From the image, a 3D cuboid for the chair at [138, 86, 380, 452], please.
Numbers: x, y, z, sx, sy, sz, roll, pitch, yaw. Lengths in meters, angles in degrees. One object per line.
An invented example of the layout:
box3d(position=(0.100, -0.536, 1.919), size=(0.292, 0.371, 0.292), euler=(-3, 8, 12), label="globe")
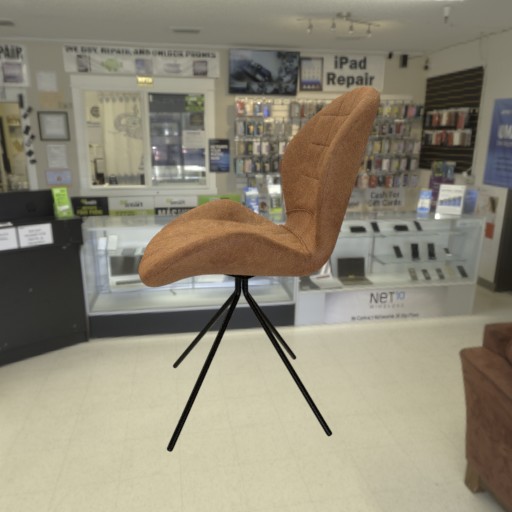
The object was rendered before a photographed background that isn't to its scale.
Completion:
box3d(position=(0.000, 0.000, 1.284), size=(0.640, 0.929, 0.527), euler=(-2, 16, -8), label="chair")
